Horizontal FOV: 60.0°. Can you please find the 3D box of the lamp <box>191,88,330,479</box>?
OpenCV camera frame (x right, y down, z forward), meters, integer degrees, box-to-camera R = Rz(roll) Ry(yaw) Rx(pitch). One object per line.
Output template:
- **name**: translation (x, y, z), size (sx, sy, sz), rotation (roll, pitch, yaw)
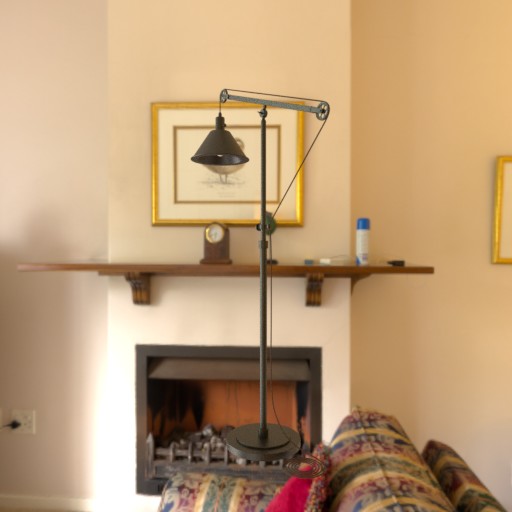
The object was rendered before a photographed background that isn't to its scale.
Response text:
- **lamp**: translation (0.000, 0.000, 1.953), size (0.319, 1.626, 0.904), rotation (-1, 1, -35)
